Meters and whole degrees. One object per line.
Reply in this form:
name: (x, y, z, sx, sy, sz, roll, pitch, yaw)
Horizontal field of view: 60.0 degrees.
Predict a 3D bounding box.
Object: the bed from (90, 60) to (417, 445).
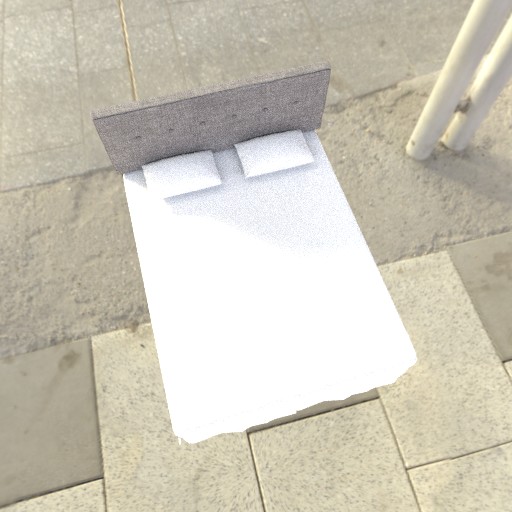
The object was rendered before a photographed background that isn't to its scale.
bed: (0.000, 0.000, 2.959, 1.621, 1.168, 1.958, -15, 65, -7)
